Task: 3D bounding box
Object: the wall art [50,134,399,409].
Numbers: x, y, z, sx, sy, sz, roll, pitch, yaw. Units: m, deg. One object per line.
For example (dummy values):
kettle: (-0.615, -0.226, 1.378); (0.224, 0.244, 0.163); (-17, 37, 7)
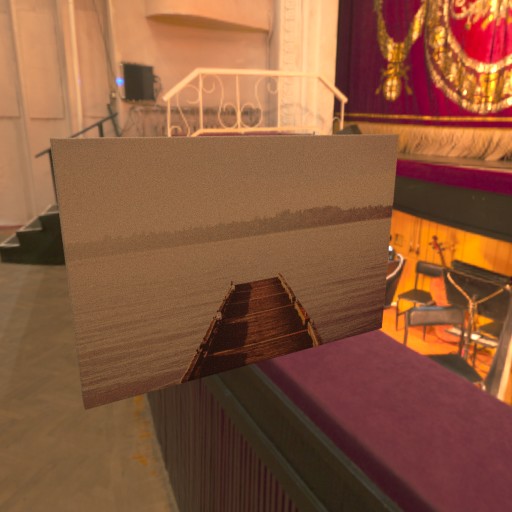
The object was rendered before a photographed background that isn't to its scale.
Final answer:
wall art: (0.000, 0.000, 0.781); (0.615, 0.410, 0.021); (-9, 18, -27)
